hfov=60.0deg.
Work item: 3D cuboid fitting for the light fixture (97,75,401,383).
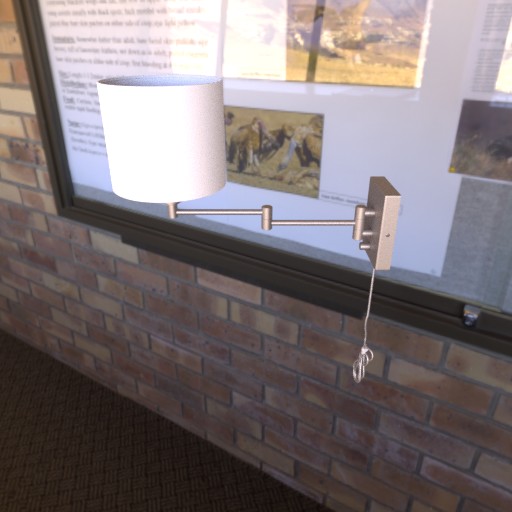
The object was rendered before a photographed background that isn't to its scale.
[{"bbox_3d":[0.000,0.000,0.879,0.516,0.651,0.203,0,27,0],"label":"light fixture"}]
